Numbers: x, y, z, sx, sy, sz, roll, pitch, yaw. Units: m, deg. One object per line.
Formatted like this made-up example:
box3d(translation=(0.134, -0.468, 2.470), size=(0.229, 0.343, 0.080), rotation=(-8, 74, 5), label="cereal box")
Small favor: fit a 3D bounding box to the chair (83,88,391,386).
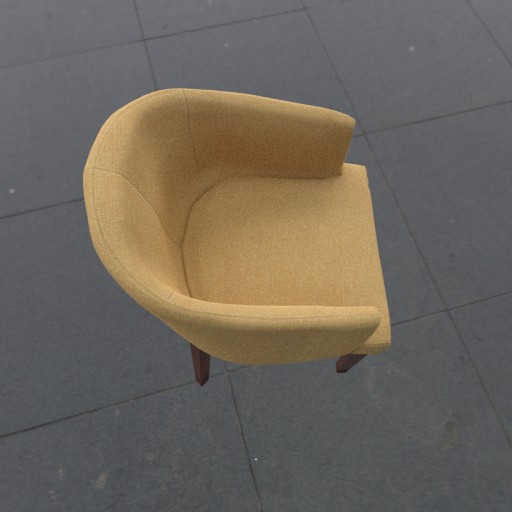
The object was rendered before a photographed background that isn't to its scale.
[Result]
box3d(translation=(0.000, 0.000, 1.197), size=(0.655, 0.811, 0.583), rotation=(-1, 65, 0), label="chair")
